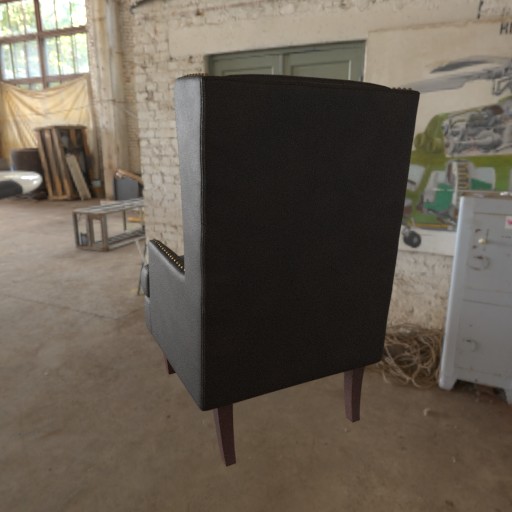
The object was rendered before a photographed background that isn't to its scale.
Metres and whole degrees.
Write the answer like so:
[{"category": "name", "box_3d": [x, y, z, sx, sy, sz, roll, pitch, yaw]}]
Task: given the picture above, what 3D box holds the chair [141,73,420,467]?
[{"category": "chair", "box_3d": [0.000, 0.000, 1.619, 0.703, 1.142, 0.799, -7, 16, -26]}]
